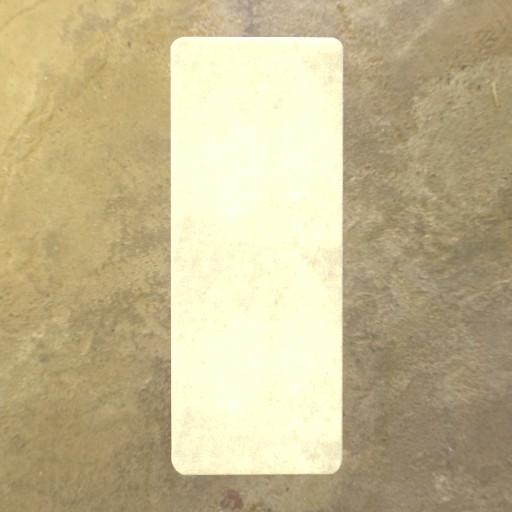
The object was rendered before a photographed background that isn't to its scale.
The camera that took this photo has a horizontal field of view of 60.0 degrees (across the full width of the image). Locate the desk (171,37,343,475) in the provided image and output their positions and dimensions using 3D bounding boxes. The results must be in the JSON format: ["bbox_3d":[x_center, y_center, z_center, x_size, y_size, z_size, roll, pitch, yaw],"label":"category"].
[{"bbox_3d":[0.000,0.000,1.792,0.550,0.755,1.400,0,91,-1],"label":"desk"}]
